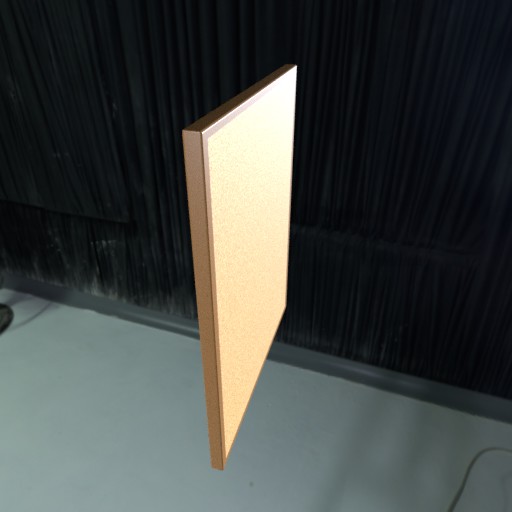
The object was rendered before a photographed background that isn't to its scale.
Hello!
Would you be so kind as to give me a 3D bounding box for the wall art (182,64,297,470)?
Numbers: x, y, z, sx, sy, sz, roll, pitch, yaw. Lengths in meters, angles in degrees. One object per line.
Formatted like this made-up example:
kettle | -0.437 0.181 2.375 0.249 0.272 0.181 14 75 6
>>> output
wall art | 0.000 0.000 0.524 0.015 0.379 0.310 9 32 14
